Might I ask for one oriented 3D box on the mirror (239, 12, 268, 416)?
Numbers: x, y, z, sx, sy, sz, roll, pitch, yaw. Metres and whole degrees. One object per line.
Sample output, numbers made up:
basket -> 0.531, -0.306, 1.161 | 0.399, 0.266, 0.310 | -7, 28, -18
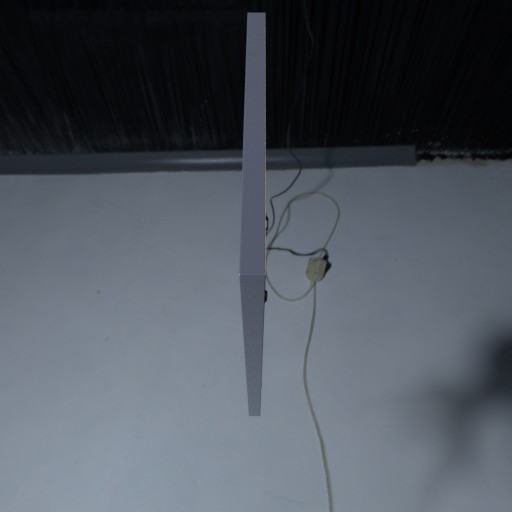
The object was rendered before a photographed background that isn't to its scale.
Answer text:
mirror -> 0.000, 0.000, 1.140 | 0.040, 0.915, 0.609 | 0, 59, 0
